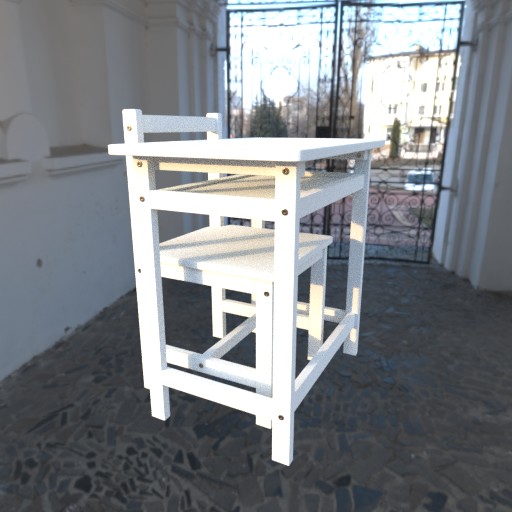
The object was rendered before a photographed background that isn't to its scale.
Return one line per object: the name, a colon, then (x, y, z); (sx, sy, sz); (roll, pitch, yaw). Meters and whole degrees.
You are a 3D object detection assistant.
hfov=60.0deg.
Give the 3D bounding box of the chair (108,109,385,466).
chair: (0.000, 0.000, 1.076); (0.461, 0.673, 0.599); (8, 18, 26)
